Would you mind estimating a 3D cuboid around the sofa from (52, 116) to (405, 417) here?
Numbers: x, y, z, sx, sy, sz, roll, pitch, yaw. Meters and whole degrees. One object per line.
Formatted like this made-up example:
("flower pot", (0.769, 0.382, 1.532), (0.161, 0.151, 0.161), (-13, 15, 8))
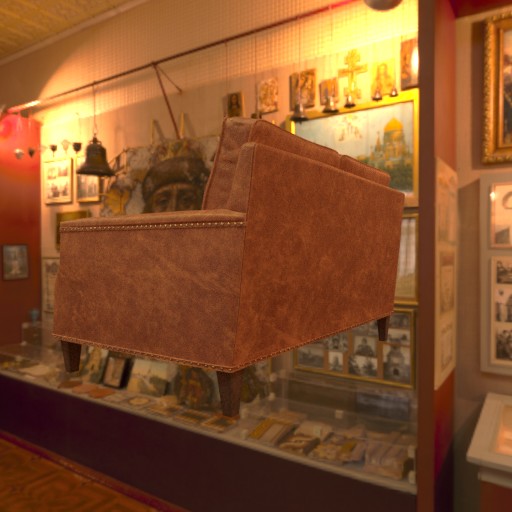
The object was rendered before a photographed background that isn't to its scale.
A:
("sofa", (0.000, 0.000, 2.253), (1.084, 1.003, 1.597), (1, 1, 35))
